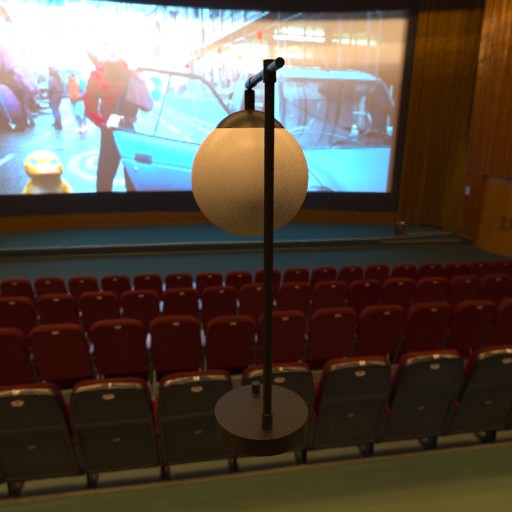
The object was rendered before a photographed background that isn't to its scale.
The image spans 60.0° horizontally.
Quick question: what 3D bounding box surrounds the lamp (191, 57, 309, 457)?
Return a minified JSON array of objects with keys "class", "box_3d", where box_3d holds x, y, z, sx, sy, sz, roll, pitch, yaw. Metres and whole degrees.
[{"class":"lamp","box_3d":[0.000,0.000,0.721,0.197,0.559,0.316,-3,15,-10]}]
